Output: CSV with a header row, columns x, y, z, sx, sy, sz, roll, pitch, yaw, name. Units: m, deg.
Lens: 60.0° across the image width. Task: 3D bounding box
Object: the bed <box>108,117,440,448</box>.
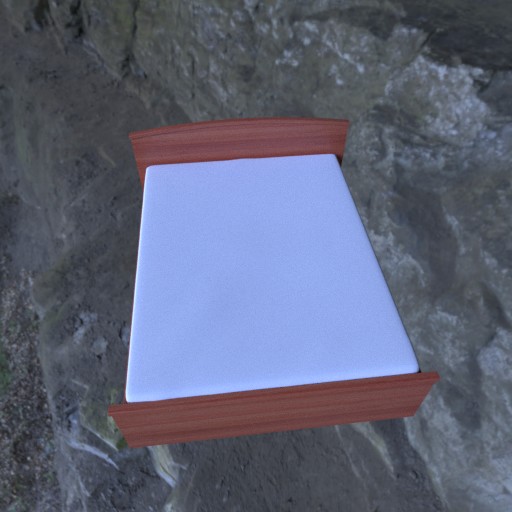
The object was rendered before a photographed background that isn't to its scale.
x,y,z,sx,sy,sz,roll,pitch,yaw,name
0.000,0.000,2.964,1.683,0.848,2.053,-5,48,-4,bed
